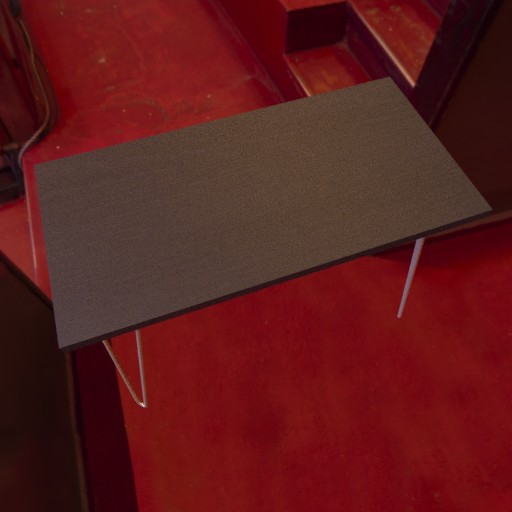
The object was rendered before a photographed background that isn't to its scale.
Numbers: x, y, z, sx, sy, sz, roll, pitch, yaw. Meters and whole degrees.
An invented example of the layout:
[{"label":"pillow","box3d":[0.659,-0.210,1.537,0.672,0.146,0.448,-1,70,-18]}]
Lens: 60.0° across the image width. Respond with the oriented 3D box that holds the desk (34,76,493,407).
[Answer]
[{"label":"desk","box3d":[0.000,0.000,1.349,0.991,0.660,0.499,-17,61,-10]}]
